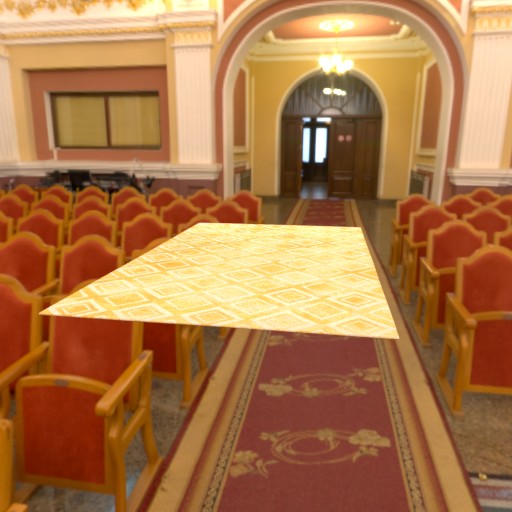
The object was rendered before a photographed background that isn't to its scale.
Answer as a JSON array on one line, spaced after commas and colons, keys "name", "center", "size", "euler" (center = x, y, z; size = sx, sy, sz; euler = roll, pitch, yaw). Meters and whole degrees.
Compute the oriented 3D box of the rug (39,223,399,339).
[{"name": "rug", "center": [0.000, 0.000, 2.958], "size": [1.511, 0.010, 2.424], "euler": [2, 14, 9]}]
